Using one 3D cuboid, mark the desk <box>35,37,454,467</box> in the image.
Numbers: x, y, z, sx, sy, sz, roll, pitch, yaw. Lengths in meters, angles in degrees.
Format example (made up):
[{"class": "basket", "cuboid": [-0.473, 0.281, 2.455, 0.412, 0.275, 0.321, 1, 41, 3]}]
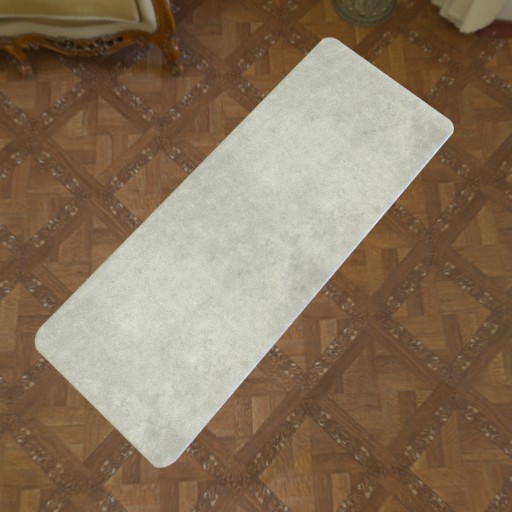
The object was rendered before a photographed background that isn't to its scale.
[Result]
[{"class": "desk", "cuboid": [0.000, 0.000, 1.739, 0.550, 0.755, 1.400, 40, 79, 9]}]
